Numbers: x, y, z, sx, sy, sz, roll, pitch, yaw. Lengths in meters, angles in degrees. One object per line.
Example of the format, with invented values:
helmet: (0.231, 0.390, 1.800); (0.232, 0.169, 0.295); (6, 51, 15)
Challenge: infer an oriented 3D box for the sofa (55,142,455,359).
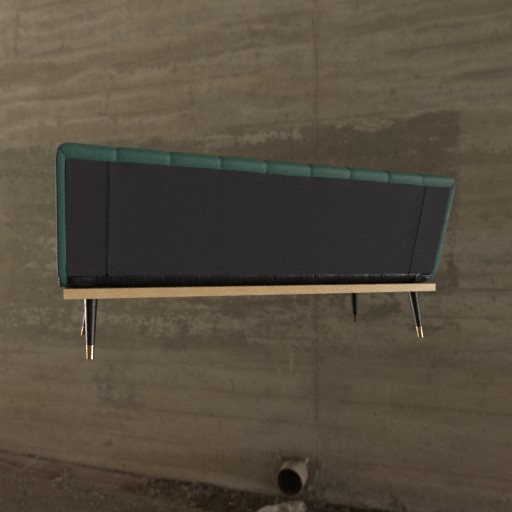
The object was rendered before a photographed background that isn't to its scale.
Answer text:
sofa: (0.000, 0.000, 2.251); (1.810, 0.820, 0.830); (1, -2, -20)
